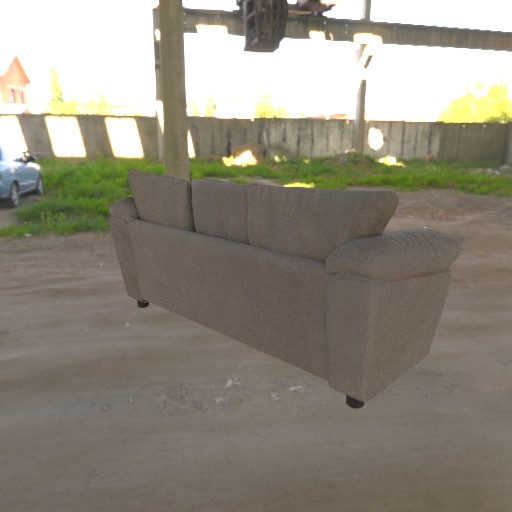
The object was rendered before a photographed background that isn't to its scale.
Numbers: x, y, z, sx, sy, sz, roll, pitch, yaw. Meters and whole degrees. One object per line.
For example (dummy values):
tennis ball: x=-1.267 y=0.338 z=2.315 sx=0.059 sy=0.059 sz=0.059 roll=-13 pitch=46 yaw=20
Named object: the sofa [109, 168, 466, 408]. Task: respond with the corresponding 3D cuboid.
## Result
sofa: x=0.000 y=0.000 z=2.911 sx=2.336 sy=1.073 sz=0.878 roll=14 pitch=20 yaw=42
